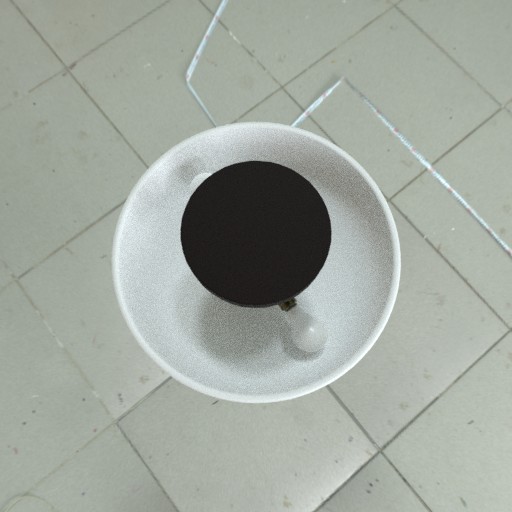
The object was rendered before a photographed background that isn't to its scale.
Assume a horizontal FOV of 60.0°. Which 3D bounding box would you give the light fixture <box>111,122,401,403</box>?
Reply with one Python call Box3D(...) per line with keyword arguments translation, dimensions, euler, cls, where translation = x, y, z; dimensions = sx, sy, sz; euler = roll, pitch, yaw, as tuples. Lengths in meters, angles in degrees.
Box3D(translation=(0.000, 0.000, 0.528), dimensions=(0.331, 0.212, 0.331), euler=(0, 76, 0), cls="light fixture")
